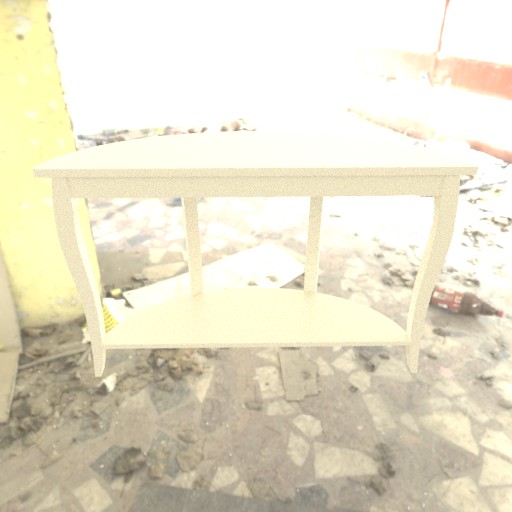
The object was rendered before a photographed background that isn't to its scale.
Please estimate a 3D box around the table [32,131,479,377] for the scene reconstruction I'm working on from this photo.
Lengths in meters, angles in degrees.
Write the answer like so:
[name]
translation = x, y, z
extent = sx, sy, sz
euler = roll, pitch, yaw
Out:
[table]
translation = 0.000, 0.000, 1.573
extent = 1.219, 0.780, 0.394
euler = 0, 30, -1
